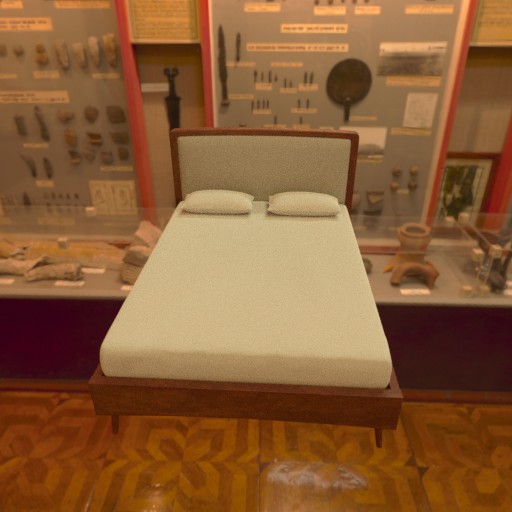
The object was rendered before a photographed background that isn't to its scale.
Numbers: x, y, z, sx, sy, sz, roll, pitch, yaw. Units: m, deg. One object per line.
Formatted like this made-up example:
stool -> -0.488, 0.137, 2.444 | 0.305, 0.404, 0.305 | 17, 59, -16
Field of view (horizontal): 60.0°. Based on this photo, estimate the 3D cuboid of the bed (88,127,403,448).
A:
bed -> 0.000, 0.000, 3.104 | 1.587, 1.275, 2.196 | 2, 29, 3
